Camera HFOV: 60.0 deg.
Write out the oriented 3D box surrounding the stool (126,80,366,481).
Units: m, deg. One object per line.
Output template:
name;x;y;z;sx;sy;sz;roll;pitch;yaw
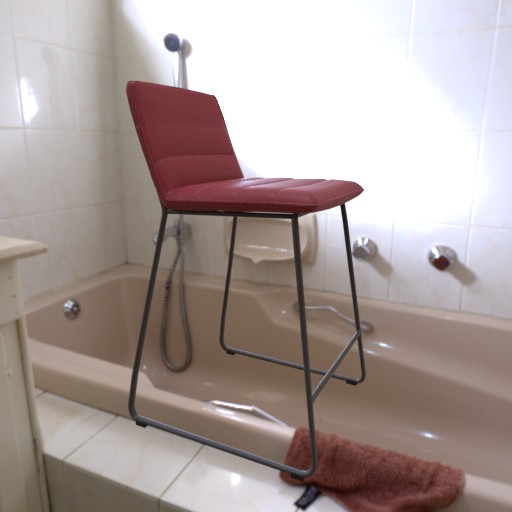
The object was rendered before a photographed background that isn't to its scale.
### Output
stool;0.000;0.000;1.174;0.524;0.866;0.489;7;16;26
